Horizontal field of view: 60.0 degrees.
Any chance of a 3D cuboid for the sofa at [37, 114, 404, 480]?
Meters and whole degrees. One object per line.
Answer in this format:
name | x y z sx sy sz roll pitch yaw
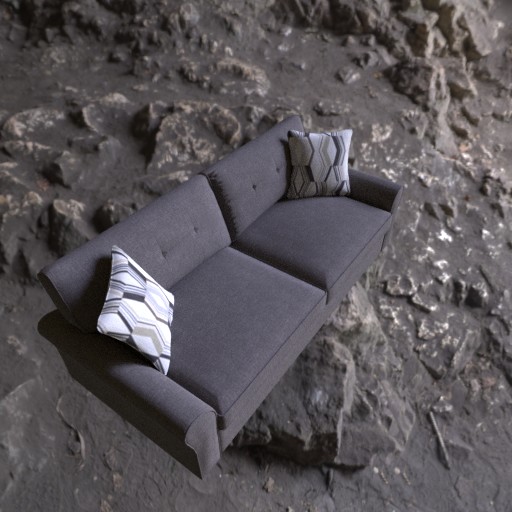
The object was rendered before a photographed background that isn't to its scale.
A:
sofa | 0.000 0.000 2.394 0.889 0.813 2.032 25 46 26
